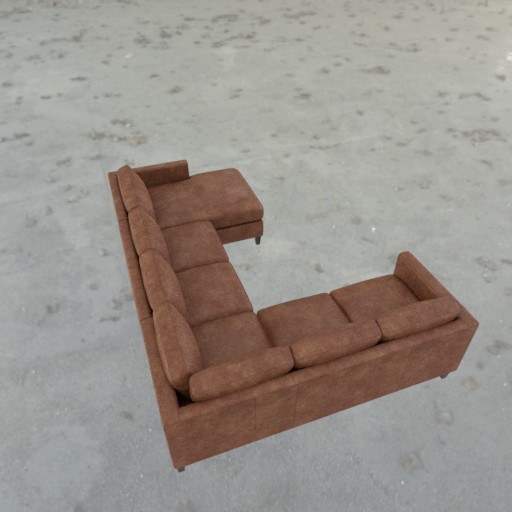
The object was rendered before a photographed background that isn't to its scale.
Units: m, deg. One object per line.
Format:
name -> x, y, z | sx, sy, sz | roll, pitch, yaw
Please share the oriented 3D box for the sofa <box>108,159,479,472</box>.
sofa -> 0.000, 0.000, 4.443 | 2.452, 0.888, 3.324 | -13, 42, -15
